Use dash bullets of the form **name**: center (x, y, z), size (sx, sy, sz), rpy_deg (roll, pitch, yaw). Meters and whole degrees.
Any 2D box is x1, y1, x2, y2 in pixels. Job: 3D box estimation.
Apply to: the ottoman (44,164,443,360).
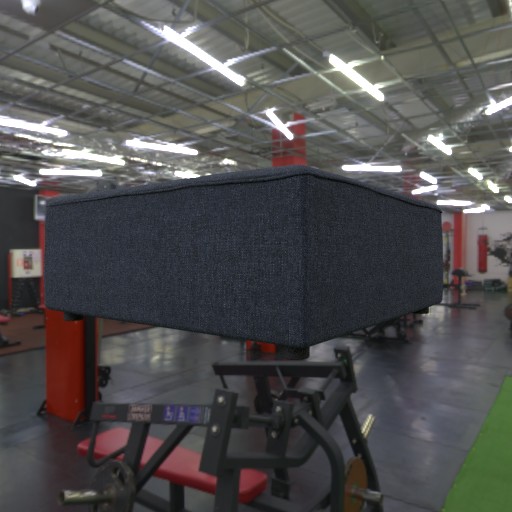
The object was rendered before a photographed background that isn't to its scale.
- **ottoman**: center (0.000, 0.000, 1.552), size (1.017, 0.423, 1.023), rpy_deg (0, 1, 38)
